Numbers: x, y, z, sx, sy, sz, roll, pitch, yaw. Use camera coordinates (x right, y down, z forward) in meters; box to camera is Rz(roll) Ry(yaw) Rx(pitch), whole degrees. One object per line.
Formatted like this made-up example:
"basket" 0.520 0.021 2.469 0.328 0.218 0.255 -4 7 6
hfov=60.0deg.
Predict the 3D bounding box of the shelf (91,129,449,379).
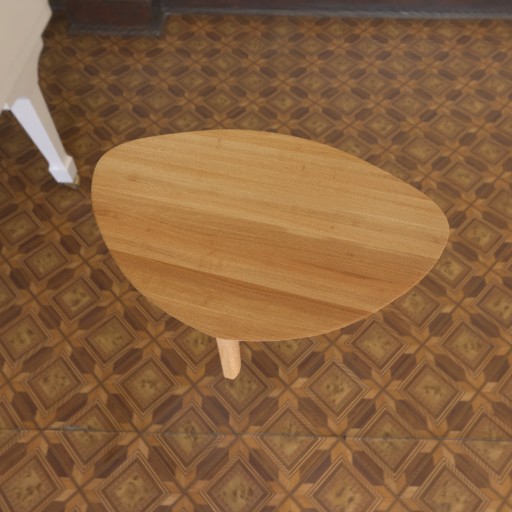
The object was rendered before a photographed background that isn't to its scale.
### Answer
"shelf" 0.000 0.000 1.658 1.246 0.440 0.845 12 59 7
